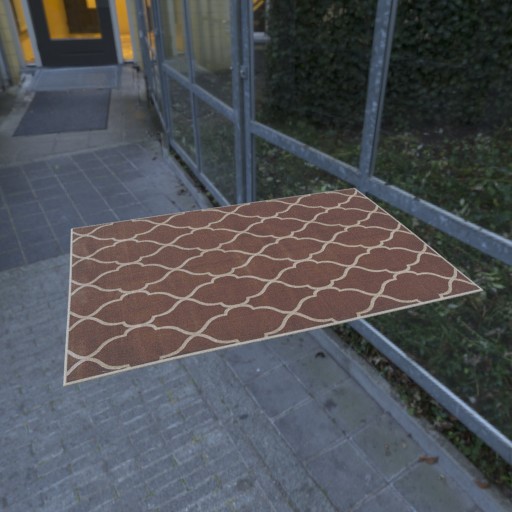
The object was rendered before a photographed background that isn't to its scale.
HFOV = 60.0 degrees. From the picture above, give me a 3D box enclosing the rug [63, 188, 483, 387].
[{"bbox_3d":[0.000,0.000,2.872,2.294,0.014,1.528,-10,34,-15],"label":"rug"}]
